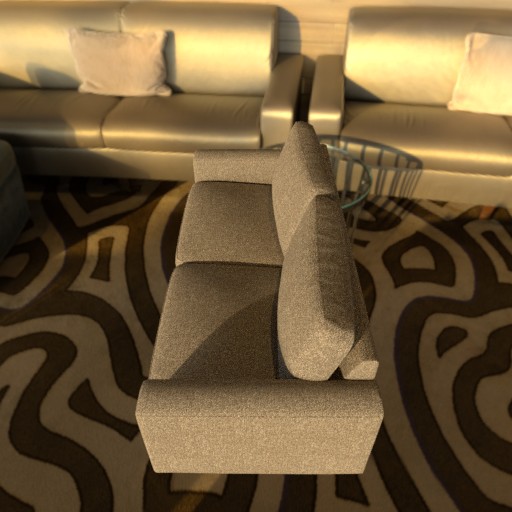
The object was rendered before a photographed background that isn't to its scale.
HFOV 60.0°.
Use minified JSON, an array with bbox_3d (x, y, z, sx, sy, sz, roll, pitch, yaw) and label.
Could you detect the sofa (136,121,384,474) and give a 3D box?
[{"bbox_3d":[0.000,0.000,2.617,1.016,0.873,2.179,0,41,0],"label":"sofa"}]
